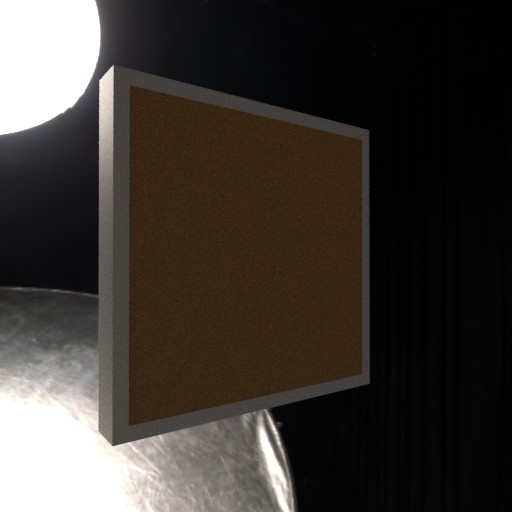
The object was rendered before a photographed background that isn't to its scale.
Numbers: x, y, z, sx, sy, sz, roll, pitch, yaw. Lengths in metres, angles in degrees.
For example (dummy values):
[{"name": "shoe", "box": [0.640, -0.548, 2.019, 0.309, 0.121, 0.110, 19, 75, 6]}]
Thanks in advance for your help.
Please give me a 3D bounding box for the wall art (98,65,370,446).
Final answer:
[{"name": "wall art", "box": [0.000, 0.000, 0.454, 0.305, 0.302, 0.038, 0, -1, -36]}]
